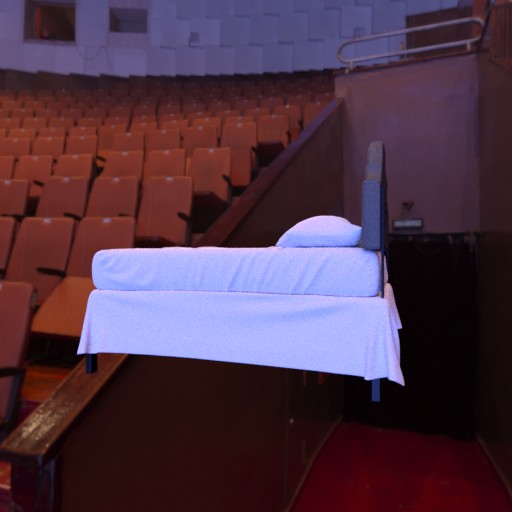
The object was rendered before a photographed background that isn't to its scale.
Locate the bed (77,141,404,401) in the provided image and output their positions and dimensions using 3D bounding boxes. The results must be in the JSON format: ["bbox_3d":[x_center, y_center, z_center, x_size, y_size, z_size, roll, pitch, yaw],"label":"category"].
[{"bbox_3d":[0.000,0.000,3.517,2.222,1.634,1.780,0,0,18],"label":"bed"}]
